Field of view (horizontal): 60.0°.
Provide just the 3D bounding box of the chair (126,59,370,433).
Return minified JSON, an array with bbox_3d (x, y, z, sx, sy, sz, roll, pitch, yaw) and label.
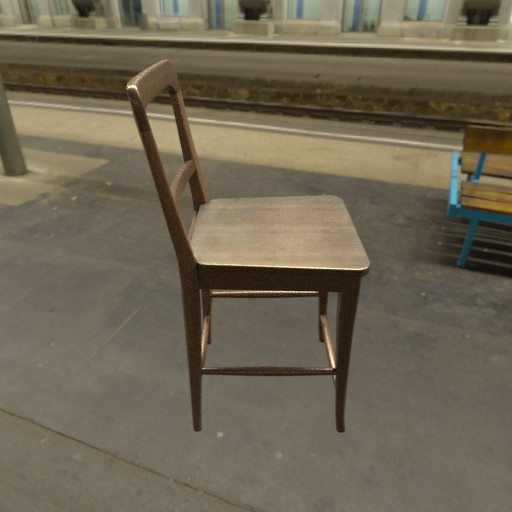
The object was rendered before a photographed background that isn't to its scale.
[{"bbox_3d":[0.000,0.000,1.267,0.546,0.991,0.450,0,30,0],"label":"chair"}]
